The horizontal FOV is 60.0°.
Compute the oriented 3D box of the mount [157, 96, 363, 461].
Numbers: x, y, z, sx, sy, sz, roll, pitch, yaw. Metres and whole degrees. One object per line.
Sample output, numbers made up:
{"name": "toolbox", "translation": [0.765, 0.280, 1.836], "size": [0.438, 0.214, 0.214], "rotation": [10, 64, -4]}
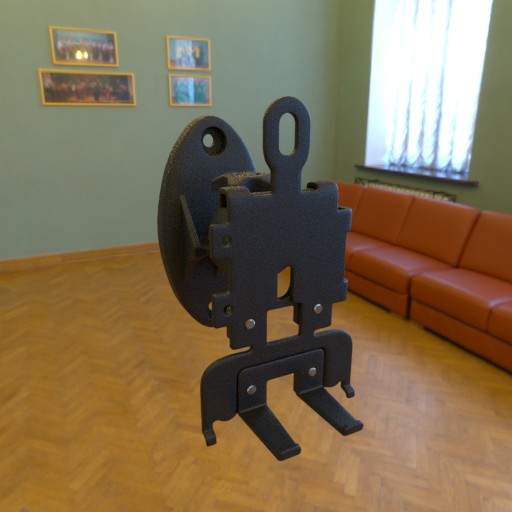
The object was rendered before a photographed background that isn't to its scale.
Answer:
{"name": "mount", "translation": [0.000, 0.000, 0.177], "size": [0.066, 0.118, 0.100], "rotation": [-9, 19, -26]}
